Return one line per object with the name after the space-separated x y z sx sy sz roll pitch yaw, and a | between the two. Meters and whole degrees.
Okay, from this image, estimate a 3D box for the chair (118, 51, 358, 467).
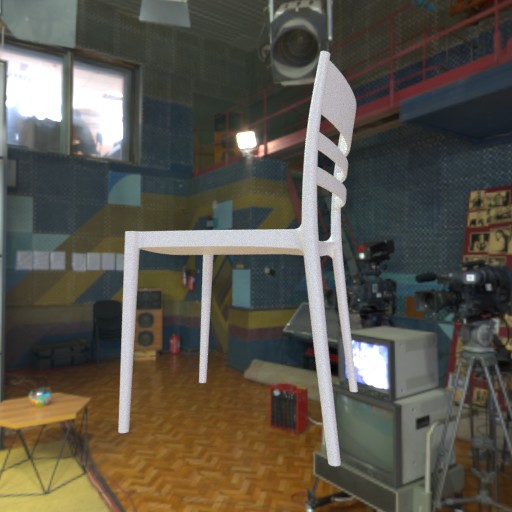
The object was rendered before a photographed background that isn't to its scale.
0.000 0.000 1.150 0.511 0.800 0.531 0 -2 16 | chair
